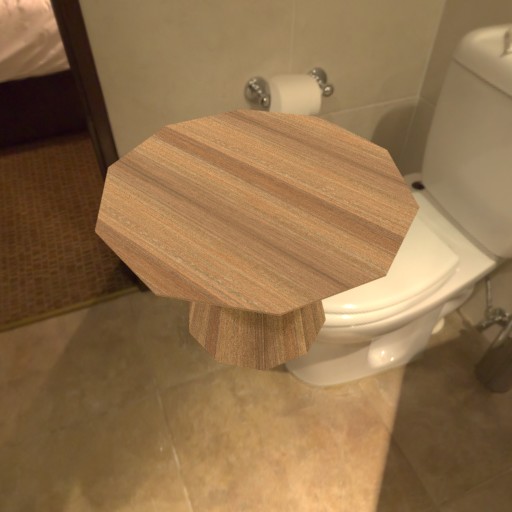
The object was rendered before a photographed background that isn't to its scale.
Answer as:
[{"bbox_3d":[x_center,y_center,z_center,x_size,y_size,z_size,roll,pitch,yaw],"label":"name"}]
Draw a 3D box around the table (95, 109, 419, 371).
[{"bbox_3d":[0.000,0.000,1.929,1.186,0.752,1.186,0,46,0],"label":"table"}]
